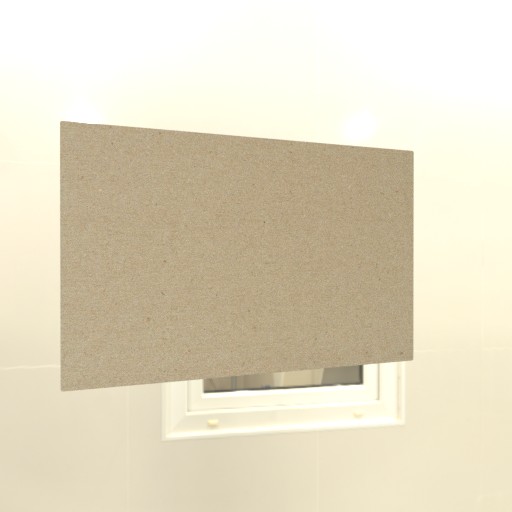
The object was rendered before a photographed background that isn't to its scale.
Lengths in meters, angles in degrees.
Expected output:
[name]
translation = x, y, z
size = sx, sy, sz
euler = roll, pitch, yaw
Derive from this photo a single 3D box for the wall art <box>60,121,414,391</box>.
[wall art]
translation = 0.000, 0.000, 0.766
size = 0.618, 0.398, 0.042
euler = 0, 0, -18
